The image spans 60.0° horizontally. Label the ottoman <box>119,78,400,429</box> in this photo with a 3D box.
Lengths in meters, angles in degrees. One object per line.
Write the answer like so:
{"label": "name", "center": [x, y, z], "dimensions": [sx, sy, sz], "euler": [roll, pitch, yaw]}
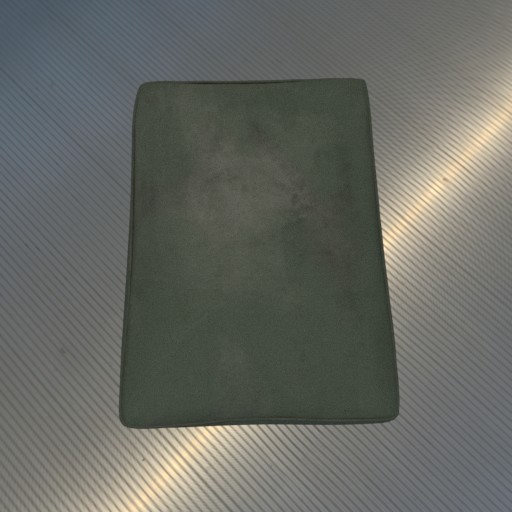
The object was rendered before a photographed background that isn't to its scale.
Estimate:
{"label": "ottoman", "center": [0.000, 0.000, 1.234], "dimensions": [0.632, 0.495, 0.864], "euler": [-1, 75, 0]}
